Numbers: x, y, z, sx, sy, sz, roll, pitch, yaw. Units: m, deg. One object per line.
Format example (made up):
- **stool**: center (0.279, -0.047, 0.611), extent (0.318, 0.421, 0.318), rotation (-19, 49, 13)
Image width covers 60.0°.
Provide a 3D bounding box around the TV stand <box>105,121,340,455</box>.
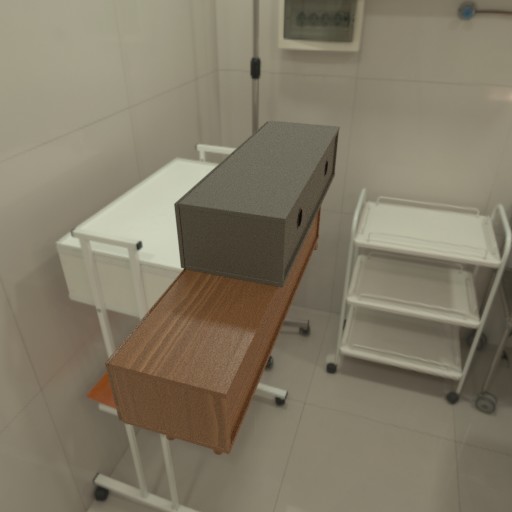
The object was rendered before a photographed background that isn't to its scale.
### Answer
- **TV stand**: center (0.000, 0.000, 1.574), extent (0.329, 0.591, 1.336), rotation (10, 33, 15)
